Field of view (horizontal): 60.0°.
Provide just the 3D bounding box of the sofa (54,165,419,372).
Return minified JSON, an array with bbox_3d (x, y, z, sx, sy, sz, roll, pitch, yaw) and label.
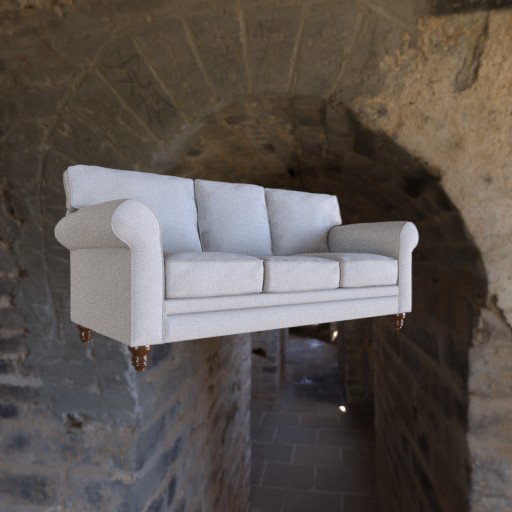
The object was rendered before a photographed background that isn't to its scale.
[{"bbox_3d":[0.000,0.000,2.665,2.084,0.961,0.916,0,0,-37],"label":"sofa"}]
